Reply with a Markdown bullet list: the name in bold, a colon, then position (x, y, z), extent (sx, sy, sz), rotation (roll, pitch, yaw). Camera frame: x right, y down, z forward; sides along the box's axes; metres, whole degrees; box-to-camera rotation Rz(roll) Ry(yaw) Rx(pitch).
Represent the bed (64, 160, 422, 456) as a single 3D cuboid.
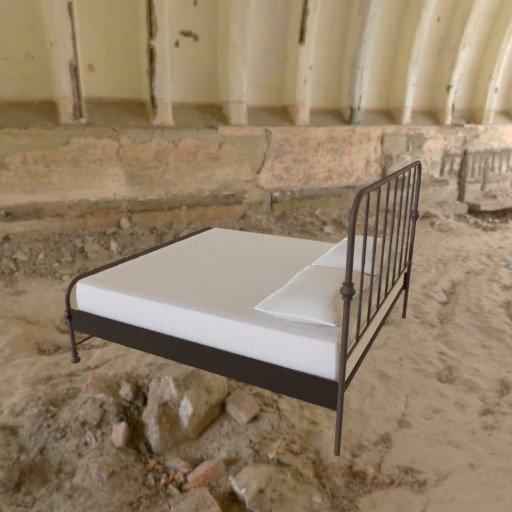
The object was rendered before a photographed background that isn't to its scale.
- **bed**: position (0.000, 0.000, 3.522), extent (2.134, 1.446, 2.044), rotation (9, 20, 27)
